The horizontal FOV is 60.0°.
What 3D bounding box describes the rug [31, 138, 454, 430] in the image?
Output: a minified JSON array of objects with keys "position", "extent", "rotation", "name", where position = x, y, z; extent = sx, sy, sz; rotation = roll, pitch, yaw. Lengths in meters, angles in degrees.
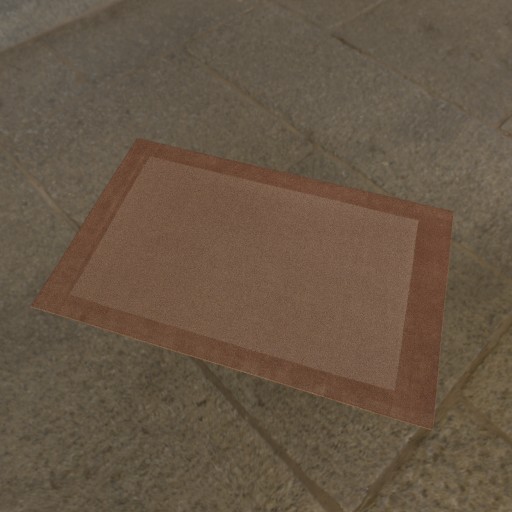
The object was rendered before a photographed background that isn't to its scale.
[{"position":[0.000,0.000,2.921],"extent":[2.438,0.014,1.524],"rotation":[15,60,9],"name":"rug"}]
